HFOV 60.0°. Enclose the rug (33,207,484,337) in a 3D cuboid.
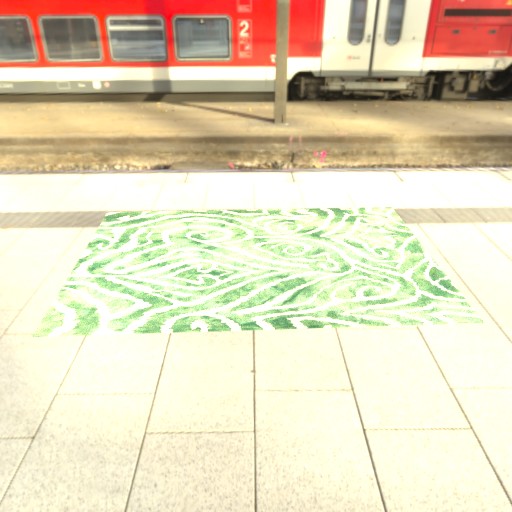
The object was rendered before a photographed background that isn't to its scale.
[{"bbox_3d":[0.000,0.000,2.319,1.826,0.006,1.220,-1,29,-2],"label":"rug"}]
